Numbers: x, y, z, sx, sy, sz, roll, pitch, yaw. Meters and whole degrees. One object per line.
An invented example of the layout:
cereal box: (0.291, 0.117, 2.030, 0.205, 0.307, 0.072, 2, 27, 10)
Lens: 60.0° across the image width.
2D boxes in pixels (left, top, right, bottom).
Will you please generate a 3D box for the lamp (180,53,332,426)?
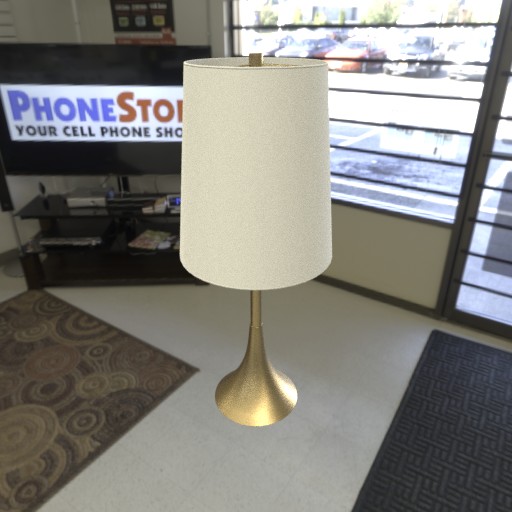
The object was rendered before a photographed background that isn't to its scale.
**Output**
lamp: (0.000, 0.000, 0.683, 0.231, 0.569, 0.231, 0, 27, 0)
